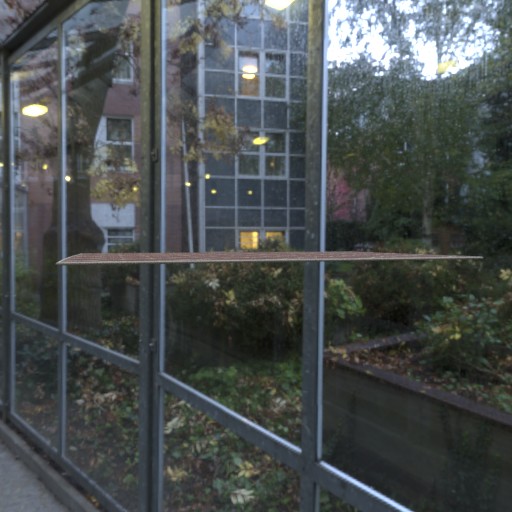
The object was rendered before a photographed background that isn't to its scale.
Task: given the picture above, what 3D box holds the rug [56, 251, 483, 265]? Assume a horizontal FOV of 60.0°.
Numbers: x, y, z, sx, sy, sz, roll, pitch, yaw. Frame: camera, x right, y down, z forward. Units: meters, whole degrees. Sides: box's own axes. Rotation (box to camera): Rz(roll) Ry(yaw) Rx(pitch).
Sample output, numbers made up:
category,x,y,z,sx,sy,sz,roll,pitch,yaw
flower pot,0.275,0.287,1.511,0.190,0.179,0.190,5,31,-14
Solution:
category,x,y,z,sx,sy,sz,roll,pitch,yaw
rug,0.000,0.000,2.939,2.294,0.014,1.528,-1,2,-18
